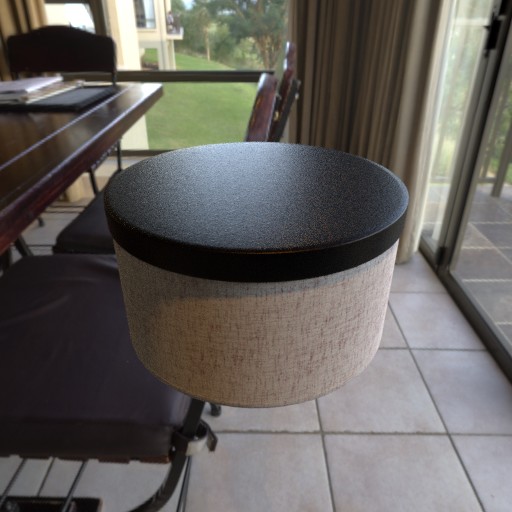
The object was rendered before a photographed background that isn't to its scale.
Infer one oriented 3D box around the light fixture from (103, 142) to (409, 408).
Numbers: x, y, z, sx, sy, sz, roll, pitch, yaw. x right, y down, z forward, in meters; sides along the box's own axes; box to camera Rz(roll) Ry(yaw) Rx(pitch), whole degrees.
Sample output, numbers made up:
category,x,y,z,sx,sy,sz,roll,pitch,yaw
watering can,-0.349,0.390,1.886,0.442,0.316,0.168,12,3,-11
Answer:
category,x,y,z,sx,sy,sz,roll,pitch,yaw
light fixture,0.000,0.000,0.644,0.389,0.229,0.389,0,30,0
